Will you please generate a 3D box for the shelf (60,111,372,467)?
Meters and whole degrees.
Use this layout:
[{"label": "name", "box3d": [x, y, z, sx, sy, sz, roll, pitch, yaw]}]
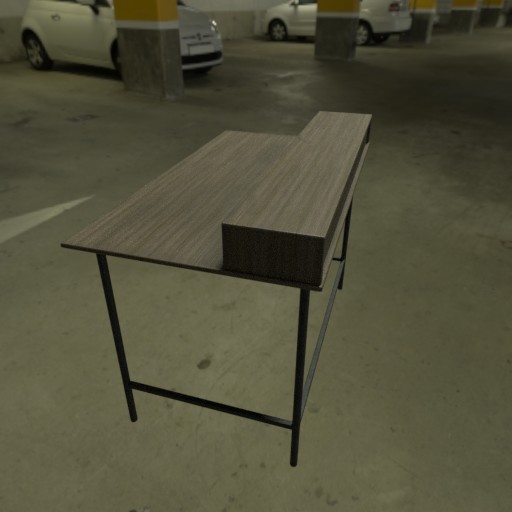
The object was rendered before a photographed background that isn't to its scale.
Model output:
[{"label": "shelf", "box3d": [0.000, 0.000, 1.718, 0.685, 0.865, 1.212, 9, 31, 15]}]
